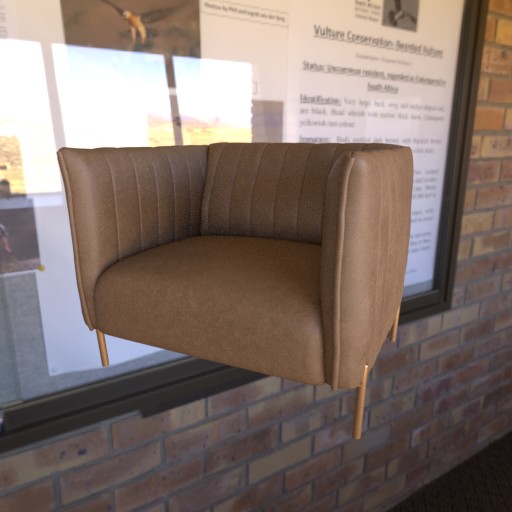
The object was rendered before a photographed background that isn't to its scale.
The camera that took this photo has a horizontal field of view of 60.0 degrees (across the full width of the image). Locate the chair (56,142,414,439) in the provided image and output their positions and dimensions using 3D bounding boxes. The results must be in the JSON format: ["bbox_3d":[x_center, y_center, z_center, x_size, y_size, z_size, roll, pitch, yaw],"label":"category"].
[{"bbox_3d":[0.000,0.000,1.582,0.981,0.779,0.876,7,17,25],"label":"chair"}]
